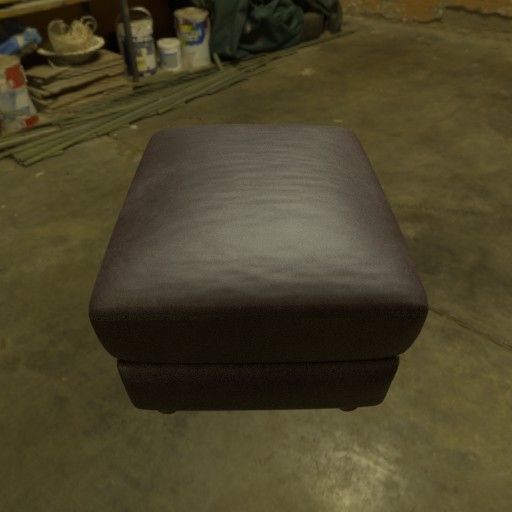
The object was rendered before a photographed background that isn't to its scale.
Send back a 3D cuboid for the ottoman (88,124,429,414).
[{"bbox_3d":[0.000,0.000,1.249,0.670,0.569,0.806,-1,40,-1],"label":"ottoman"}]
